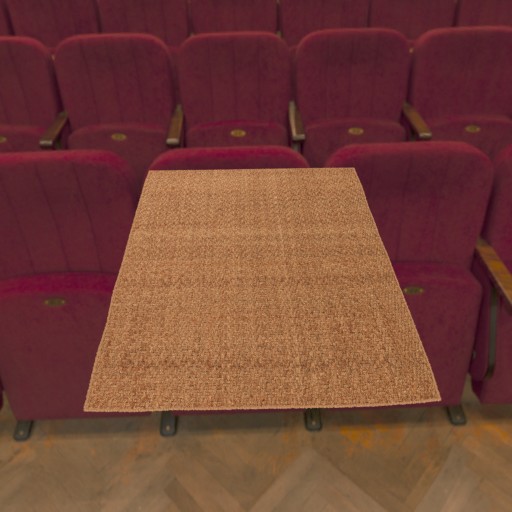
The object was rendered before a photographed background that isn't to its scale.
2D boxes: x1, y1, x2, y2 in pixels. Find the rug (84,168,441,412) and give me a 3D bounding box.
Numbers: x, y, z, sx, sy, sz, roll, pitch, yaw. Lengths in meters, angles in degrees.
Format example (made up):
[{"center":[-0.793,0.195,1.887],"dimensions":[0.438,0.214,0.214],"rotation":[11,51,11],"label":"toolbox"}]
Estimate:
[{"center":[0.000,0.000,4.070],"dimensions":[2.439,0.013,3.048],"rotation":[-1,42,-1],"label":"rug"}]
